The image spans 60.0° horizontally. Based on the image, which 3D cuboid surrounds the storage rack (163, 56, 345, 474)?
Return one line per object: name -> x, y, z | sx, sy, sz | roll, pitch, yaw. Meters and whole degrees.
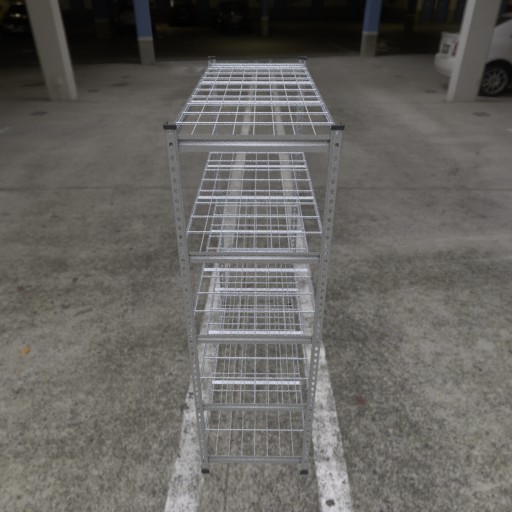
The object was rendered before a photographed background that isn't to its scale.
storage rack -> 0.000, 0.000, 2.645 | 0.610, 1.981, 1.524 | 0, 32, 0
